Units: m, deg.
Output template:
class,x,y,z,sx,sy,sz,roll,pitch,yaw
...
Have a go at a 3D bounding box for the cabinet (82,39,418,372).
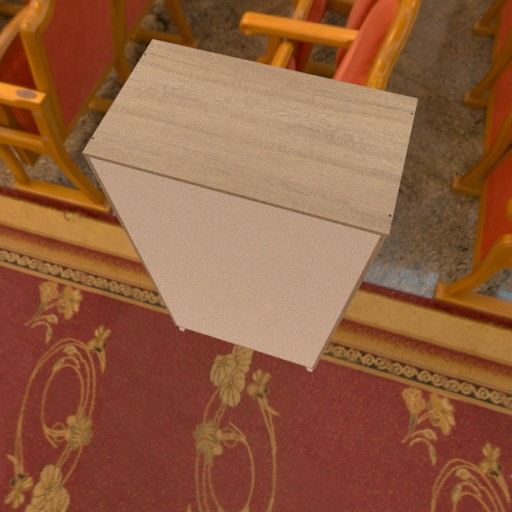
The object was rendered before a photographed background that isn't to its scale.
class,x,y,z,sx,sy,sz,roll,pitch,yaw
cabinet,0.000,0.000,2.391,1.006,1.999,0.571,16,65,8
